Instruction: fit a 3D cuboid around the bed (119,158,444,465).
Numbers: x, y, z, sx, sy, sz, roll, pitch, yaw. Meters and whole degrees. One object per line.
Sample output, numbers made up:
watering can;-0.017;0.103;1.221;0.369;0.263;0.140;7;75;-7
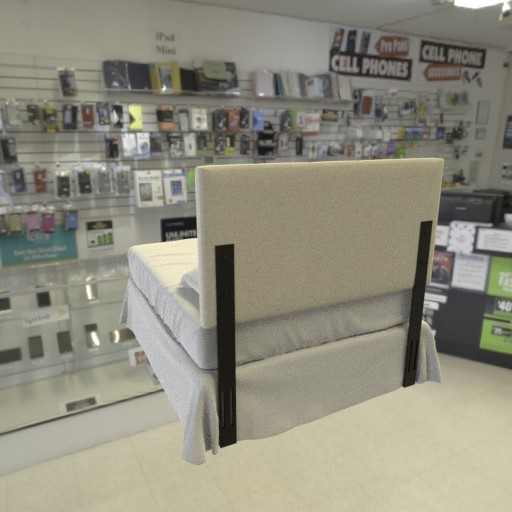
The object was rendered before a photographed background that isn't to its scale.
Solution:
bed;0.000;0.000;3.507;1.936;1.577;2.222;-8;17;-25
